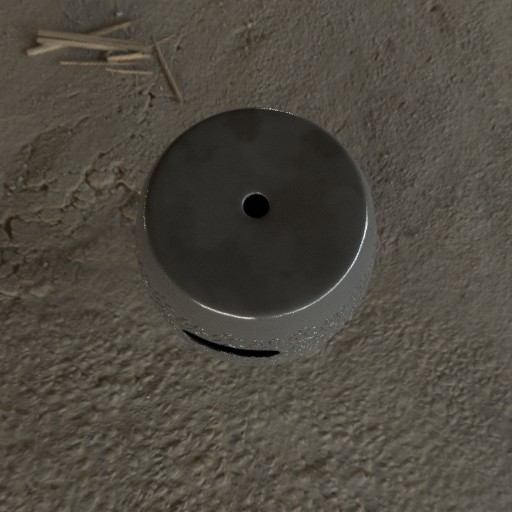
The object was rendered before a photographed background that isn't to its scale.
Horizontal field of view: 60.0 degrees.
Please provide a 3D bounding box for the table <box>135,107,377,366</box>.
[{"bbox_3d":[0.000,0.000,0.640,0.309,0.397,0.309,0,75,0],"label":"table"}]
